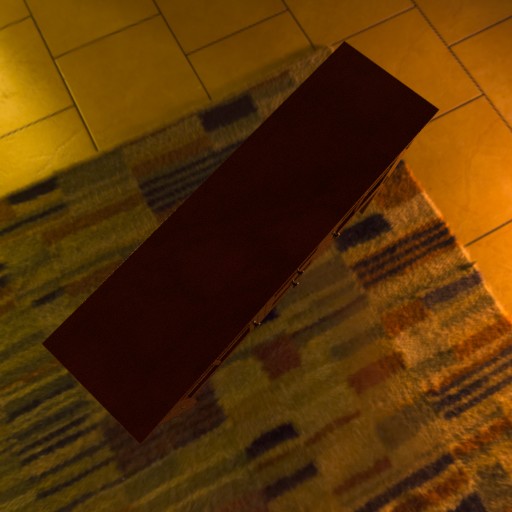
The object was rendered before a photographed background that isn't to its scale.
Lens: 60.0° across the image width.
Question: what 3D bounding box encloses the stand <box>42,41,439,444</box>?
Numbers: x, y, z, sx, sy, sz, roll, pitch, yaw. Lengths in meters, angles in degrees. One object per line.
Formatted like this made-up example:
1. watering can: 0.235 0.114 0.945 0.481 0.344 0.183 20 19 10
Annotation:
1. stand: 0.000 0.000 1.767 0.410 0.872 1.362 41 79 10
